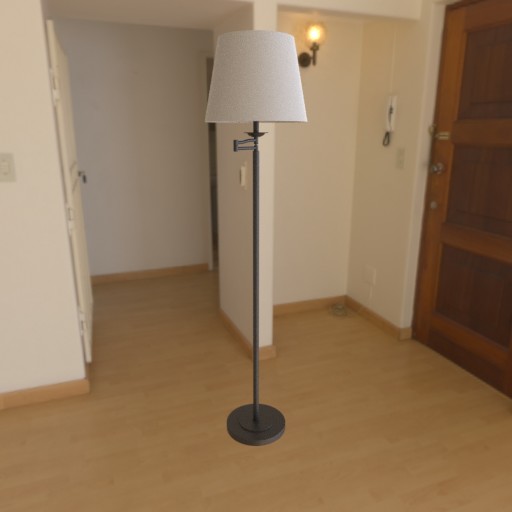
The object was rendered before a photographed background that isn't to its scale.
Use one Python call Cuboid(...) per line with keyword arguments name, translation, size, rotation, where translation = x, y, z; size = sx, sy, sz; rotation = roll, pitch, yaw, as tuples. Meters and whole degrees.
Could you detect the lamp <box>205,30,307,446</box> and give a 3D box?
Cuboid(name="lamp", translation=(0.000, 0.000, 1.644), size=(0.348, 1.473, 0.348), rotation=(15, 21, 42))
